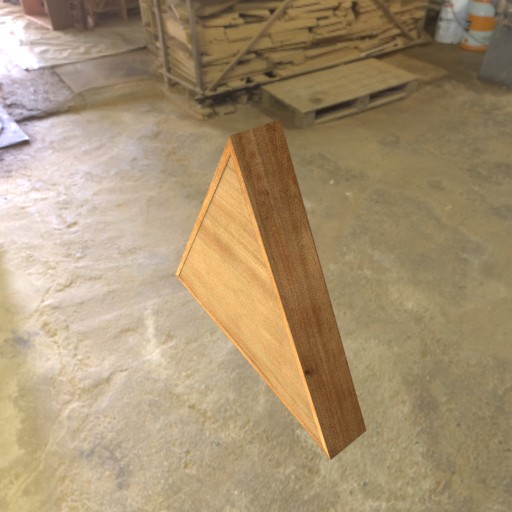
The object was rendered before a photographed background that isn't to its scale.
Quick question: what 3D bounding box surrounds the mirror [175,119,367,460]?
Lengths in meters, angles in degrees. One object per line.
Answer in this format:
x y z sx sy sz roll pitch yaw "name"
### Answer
0.000 0.000 0.885 0.100 0.548 0.631 -26 48 -26 "mirror"
